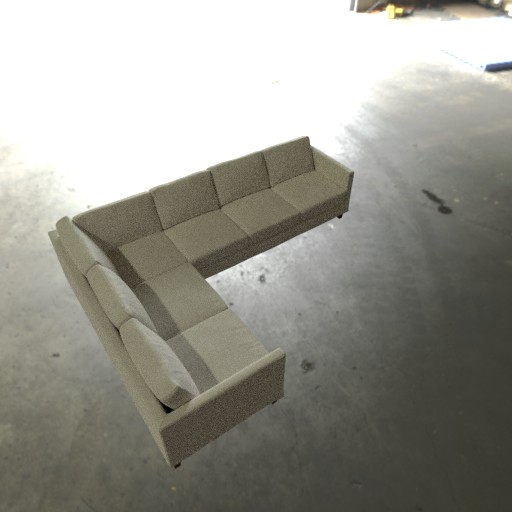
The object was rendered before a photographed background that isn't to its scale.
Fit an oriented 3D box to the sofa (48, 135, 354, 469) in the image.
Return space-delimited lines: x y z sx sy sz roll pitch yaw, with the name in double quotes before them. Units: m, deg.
"sofa" 0.000 0.000 4.326 3.182 0.863 2.432 -25 48 -25
